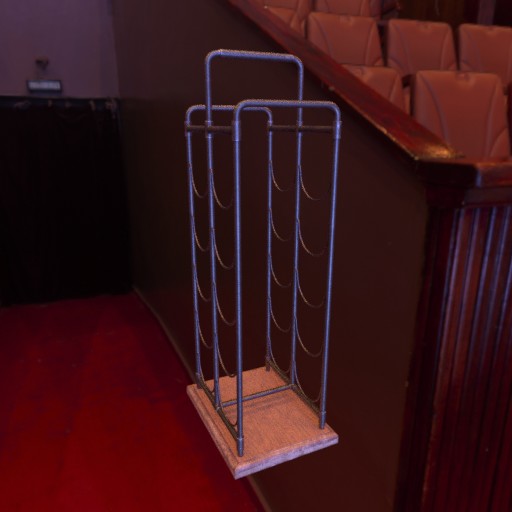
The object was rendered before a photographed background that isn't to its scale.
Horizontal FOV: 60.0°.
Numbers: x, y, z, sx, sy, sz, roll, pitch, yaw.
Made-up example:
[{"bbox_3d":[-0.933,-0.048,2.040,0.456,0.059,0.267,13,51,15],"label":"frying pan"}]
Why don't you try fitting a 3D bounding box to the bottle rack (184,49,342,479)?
[{"bbox_3d":[0.000,0.000,0.804,0.208,0.680,0.276,-8,18,-24],"label":"bottle rack"}]
